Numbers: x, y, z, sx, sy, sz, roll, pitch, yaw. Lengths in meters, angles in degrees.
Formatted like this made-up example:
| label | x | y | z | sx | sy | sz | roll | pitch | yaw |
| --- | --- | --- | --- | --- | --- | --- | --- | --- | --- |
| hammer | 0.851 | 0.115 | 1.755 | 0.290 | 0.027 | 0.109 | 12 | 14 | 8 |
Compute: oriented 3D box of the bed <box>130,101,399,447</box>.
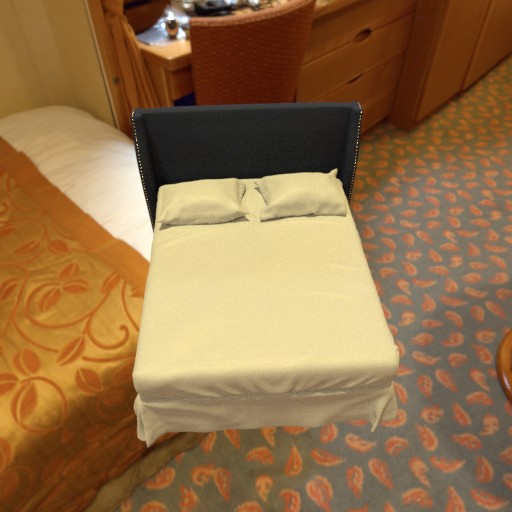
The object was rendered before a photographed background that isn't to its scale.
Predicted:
| label | x | y | z | sx | sy | sz | roll | pitch | yaw |
| --- | --- | --- | --- | --- | --- | --- | --- | --- | --- |
| bed | 0.000 | 0.000 | 3.370 | 1.925 | 1.332 | 2.276 | -3 | 46 | -3 |
